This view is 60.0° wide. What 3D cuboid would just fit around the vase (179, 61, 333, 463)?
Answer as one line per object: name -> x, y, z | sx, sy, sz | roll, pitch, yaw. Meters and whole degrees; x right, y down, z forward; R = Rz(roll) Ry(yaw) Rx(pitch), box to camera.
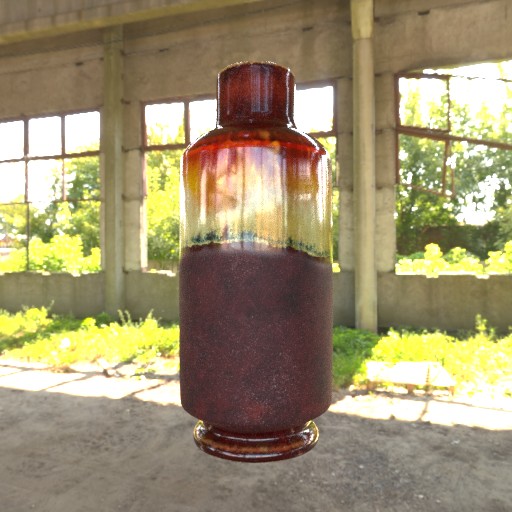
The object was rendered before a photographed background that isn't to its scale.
vase -> 0.000, 0.000, 0.323 | 0.111, 0.261, 0.111 | 0, -1, 0
